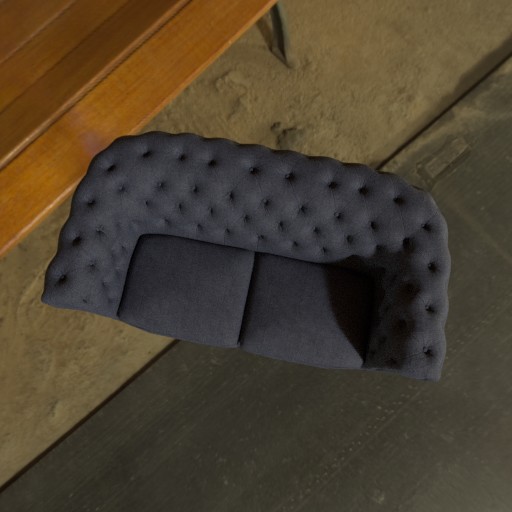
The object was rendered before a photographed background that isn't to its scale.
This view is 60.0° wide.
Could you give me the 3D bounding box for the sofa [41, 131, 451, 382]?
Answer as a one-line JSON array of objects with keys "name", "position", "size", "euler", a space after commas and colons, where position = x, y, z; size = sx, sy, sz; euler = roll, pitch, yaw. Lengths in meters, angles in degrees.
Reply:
[{"name": "sofa", "position": [0.000, 0.000, 2.532], "size": [1.988, 0.833, 1.082], "euler": [11, 77, 3]}]
